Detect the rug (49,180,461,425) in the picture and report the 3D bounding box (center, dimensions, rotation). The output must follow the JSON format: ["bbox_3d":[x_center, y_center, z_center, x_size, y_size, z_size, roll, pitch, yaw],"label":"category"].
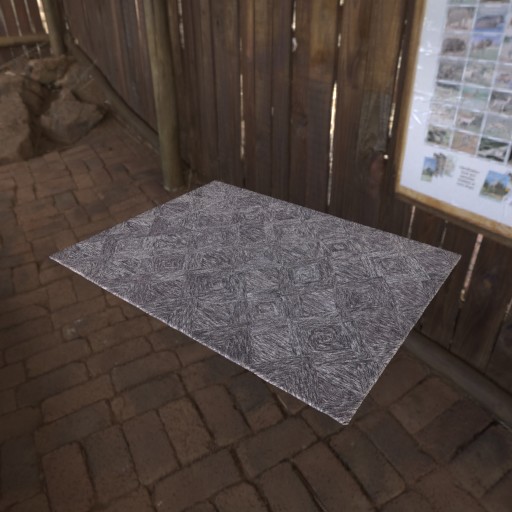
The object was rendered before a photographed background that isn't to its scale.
[{"bbox_3d":[0.000,0.000,4.306,3.204,0.017,2.448,22,38,31],"label":"rug"}]
